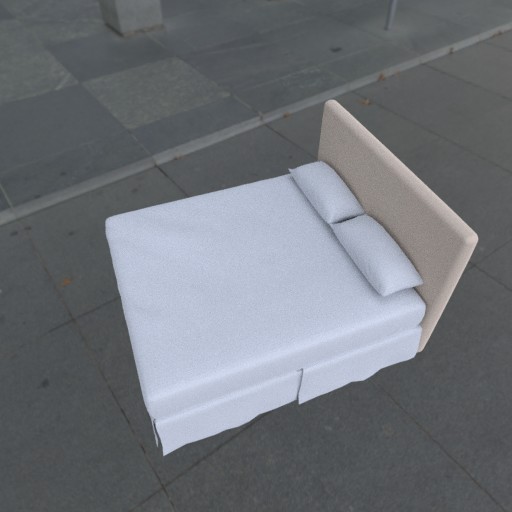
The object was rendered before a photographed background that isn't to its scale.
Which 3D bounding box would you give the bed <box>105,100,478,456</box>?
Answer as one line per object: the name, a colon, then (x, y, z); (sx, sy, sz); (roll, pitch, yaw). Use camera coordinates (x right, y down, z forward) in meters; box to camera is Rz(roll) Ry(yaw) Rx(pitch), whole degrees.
bed: (0.000, 0.000, 3.369); (2.142, 1.330, 1.884); (-16, 48, -14)
